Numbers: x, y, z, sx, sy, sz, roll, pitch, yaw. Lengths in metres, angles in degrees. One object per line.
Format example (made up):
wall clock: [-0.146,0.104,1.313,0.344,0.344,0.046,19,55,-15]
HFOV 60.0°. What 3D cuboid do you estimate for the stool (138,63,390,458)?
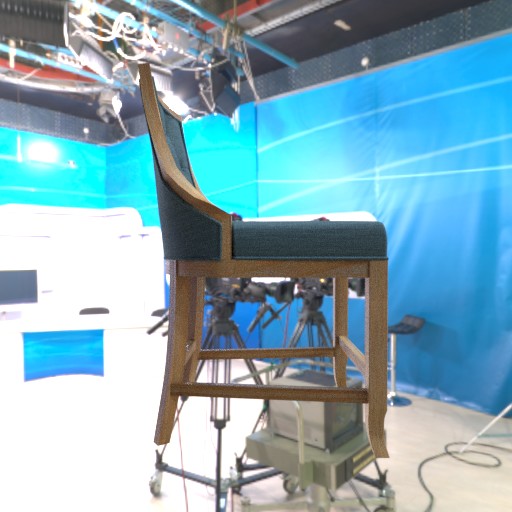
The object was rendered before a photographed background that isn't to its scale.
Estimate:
stool: [0.000,0.000,1.286,0.626,0.938,0.524,0,1,1]
